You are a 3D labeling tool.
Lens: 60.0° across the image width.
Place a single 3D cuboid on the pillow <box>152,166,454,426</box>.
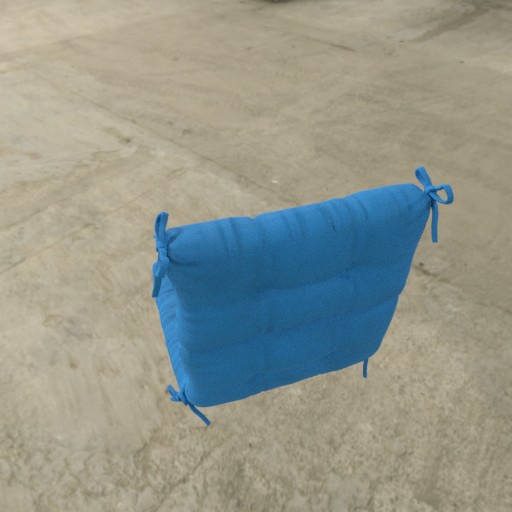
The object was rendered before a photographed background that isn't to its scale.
[{"bbox_3d":[0.000,0.000,1.027,0.519,0.605,0.571,-13,42,-14],"label":"pillow"}]
